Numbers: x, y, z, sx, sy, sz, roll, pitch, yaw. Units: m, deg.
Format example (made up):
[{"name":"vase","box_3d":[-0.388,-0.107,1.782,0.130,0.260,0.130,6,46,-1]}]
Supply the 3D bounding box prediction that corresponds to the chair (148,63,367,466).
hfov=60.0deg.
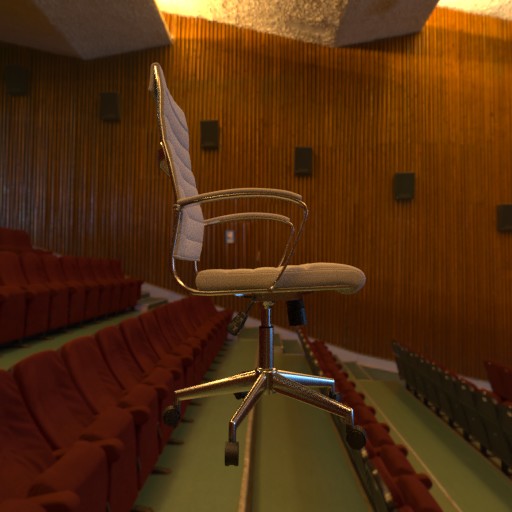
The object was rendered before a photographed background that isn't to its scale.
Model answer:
[{"name":"chair","box_3d":[0.000,0.000,1.521,0.667,1.149,0.679,0,-2,1]}]
